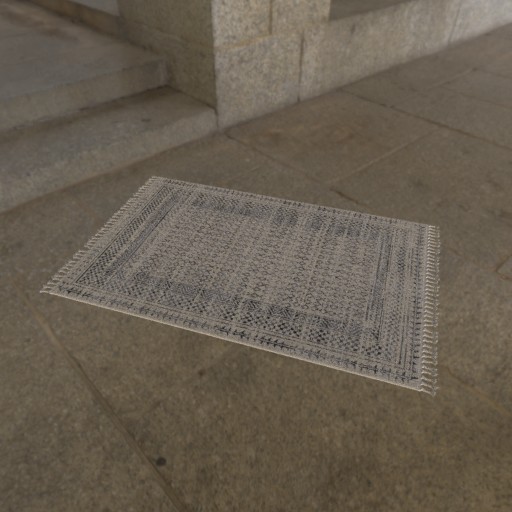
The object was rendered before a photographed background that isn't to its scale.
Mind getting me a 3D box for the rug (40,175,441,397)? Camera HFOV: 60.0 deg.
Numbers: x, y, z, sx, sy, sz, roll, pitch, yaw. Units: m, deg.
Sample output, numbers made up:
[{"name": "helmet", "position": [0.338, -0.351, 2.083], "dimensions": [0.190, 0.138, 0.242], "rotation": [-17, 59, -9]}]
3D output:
[{"name": "rug", "position": [0.000, 0.000, 3.134], "dimensions": [2.486, 0.013, 1.548], "rotation": [12, 42, 14]}]
